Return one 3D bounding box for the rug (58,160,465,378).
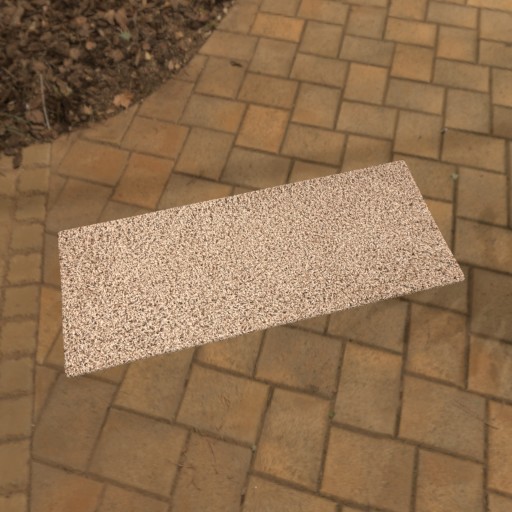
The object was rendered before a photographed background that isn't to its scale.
[{"bbox_3d":[0.000,0.000,1.771,1.524,0.030,0.609,-13,63,-7],"label":"rug"}]
